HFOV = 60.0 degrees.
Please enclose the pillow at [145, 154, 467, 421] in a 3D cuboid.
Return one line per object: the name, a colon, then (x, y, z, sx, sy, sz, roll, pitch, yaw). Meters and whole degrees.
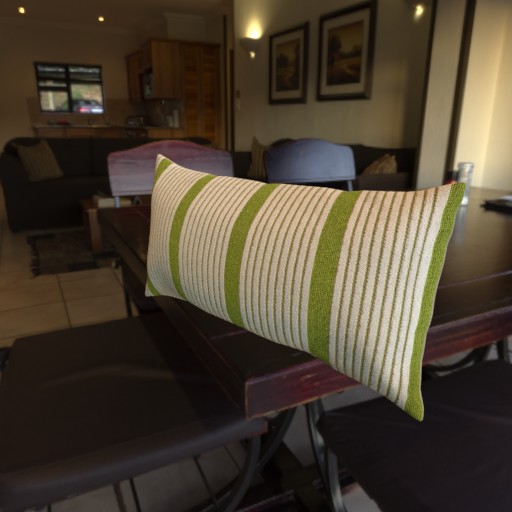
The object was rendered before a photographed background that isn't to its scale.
pillow: (0.000, 0.000, 0.719, 0.608, 0.292, 0.156, 15, 23, 41)
